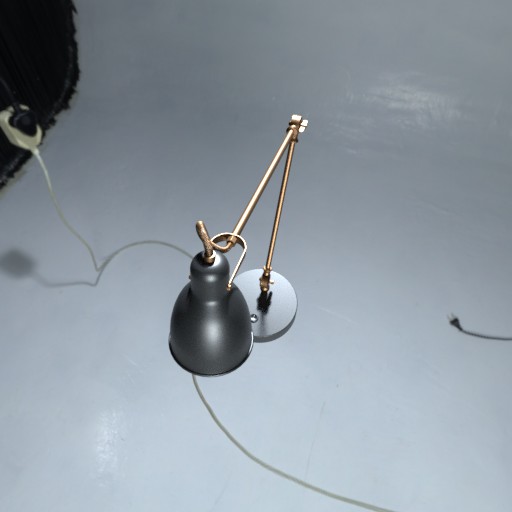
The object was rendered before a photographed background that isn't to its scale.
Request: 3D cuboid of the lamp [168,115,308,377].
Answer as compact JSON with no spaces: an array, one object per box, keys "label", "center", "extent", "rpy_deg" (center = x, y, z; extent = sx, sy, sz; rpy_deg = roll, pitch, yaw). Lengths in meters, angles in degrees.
[{"label":"lamp","center":[0.000,0.000,0.864],"extent":[0.187,0.587,0.561],"rpy_deg":[16,59,10]}]
